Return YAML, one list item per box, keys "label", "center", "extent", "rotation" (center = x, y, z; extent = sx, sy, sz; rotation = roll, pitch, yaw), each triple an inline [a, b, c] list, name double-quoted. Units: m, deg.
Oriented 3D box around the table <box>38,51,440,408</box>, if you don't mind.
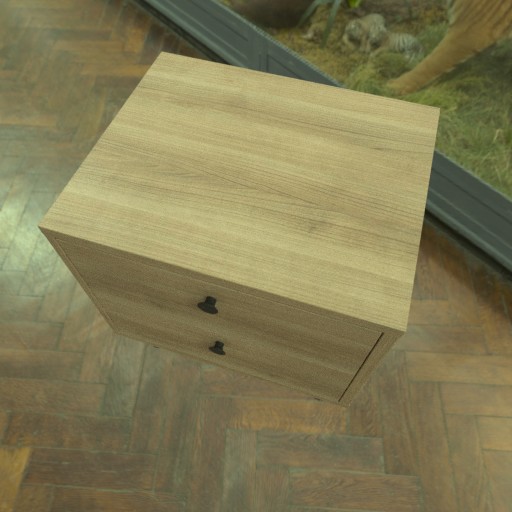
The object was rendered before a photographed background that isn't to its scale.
- label: "table"
  center: [0.000, 0.000, 0.786]
  extent: [0.445, 0.460, 0.380]
  rotation: [15, 60, 9]
